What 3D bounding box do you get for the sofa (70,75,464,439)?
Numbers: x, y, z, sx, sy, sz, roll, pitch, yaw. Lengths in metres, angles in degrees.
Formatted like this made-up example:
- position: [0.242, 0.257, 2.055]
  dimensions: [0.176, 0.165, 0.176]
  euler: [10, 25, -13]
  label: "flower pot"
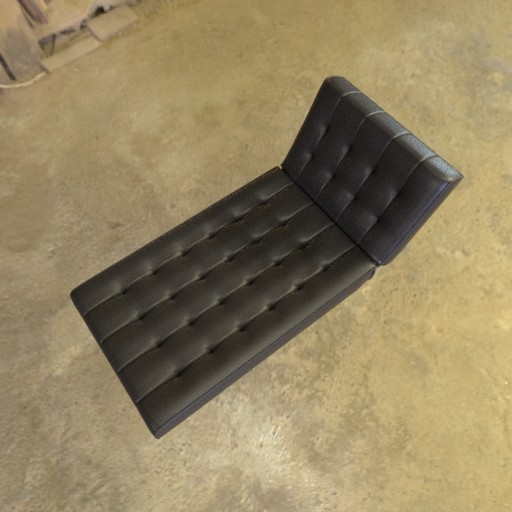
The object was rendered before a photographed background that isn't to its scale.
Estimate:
- position: [0.000, 0.000, 2.018]
  dimensions: [1.560, 0.820, 0.760]
  euler: [-34, 67, -16]
  label: "sofa"
